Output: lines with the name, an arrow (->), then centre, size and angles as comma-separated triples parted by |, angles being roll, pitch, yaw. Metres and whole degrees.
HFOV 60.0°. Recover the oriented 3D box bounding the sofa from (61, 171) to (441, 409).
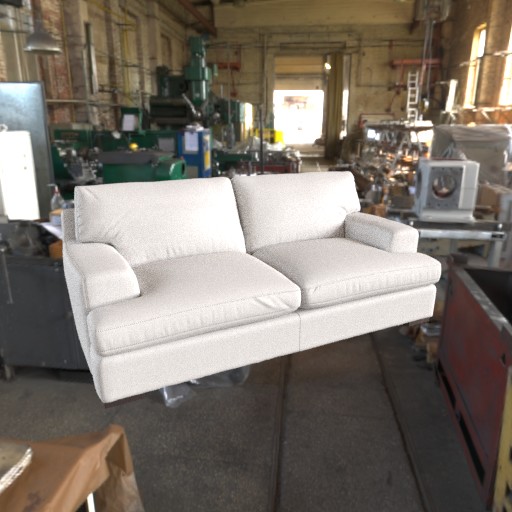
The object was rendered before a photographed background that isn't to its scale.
sofa -> 0.000, 0.000, 2.860 | 2.261, 0.940, 1.143 | -8, 18, -26
